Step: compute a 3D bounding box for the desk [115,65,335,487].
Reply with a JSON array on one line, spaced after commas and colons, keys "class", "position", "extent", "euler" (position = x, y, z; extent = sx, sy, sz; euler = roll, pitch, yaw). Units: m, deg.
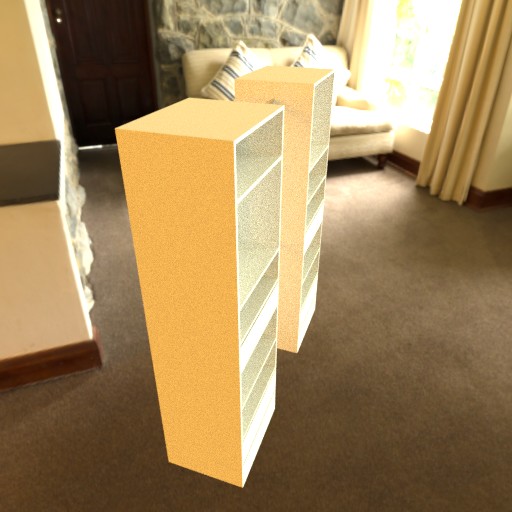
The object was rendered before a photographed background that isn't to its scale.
[{"class": "desk", "position": [0.000, 0.000, 2.812], "extent": [0.480, 2.000, 1.770], "euler": [10, 32, 17]}]
